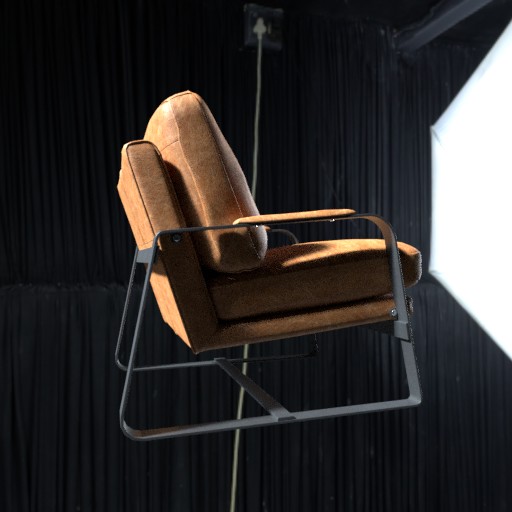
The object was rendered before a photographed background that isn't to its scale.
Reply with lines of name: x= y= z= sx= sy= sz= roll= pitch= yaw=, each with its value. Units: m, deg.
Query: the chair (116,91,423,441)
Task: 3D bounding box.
chair: x=0.000 y=0.000 z=1.343 sx=0.801 sy=0.777 sz=0.651 roll=0 pitch=0 yaw=-18
